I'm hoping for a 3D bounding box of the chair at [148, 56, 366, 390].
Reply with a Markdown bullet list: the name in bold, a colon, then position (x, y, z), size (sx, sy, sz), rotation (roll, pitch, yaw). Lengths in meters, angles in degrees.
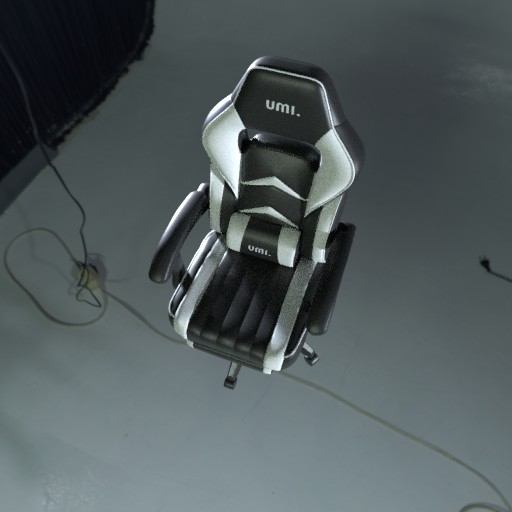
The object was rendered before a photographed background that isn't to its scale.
- **chair**: position (0.000, 0.000, 1.643), size (0.676, 1.200, 0.700), rotation (17, 59, 10)
